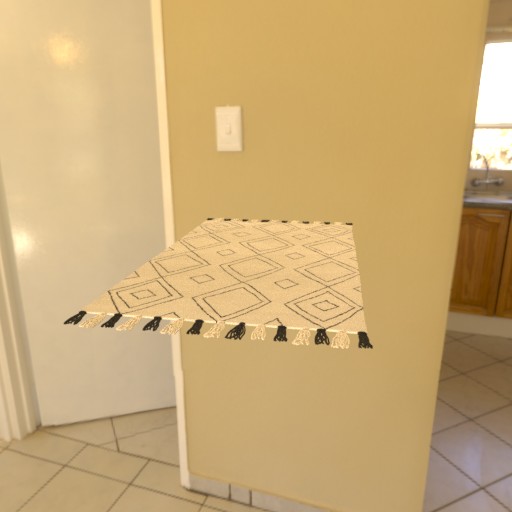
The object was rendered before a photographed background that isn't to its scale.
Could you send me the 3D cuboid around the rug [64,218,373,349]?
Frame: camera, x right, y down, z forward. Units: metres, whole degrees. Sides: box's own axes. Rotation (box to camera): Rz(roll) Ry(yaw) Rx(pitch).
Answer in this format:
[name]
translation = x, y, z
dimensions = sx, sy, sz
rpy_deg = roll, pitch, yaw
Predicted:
[rug]
translation = 0.000, 0.000, 3.365
dimensions = 1.524, 0.021, 2.755
rpy_deg = 3, 16, 10
